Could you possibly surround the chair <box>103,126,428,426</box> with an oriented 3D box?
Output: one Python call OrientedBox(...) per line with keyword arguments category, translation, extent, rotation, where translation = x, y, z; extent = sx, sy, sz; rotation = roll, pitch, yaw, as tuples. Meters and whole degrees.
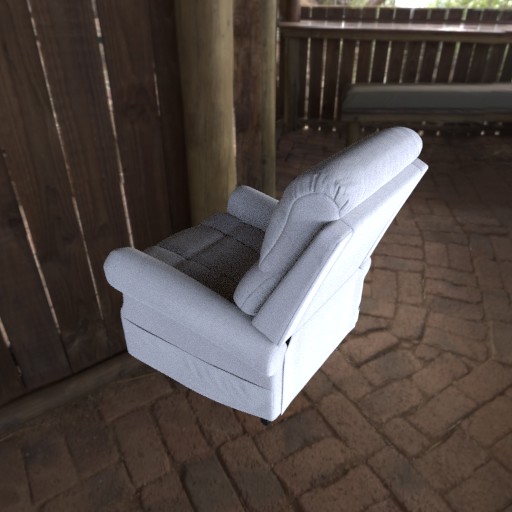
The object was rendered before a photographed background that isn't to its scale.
OrientedBox(category="chair", translation=(0.000, 0.000, 1.728), extent=(0.979, 1.031, 0.871), rotation=(21, 37, 30))
